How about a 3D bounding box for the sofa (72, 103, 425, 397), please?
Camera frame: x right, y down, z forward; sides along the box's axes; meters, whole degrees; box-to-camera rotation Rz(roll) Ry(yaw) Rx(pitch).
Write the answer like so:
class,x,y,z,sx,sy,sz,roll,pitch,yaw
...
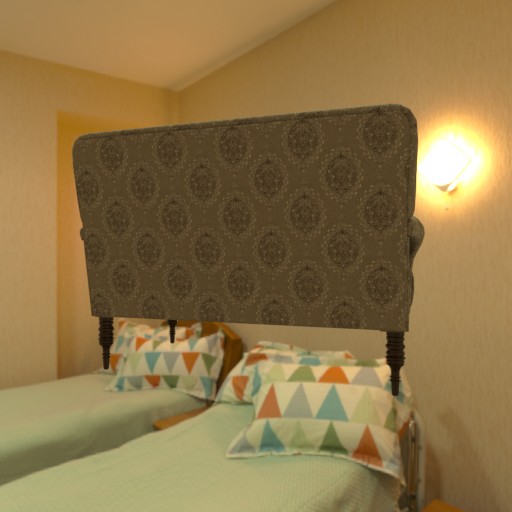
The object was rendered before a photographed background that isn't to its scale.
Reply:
class,x,y,z,sx,sy,sz,roll,pitch,yaw
sofa,0.000,0.000,1.798,1.297,0.889,0.779,0,0,18
